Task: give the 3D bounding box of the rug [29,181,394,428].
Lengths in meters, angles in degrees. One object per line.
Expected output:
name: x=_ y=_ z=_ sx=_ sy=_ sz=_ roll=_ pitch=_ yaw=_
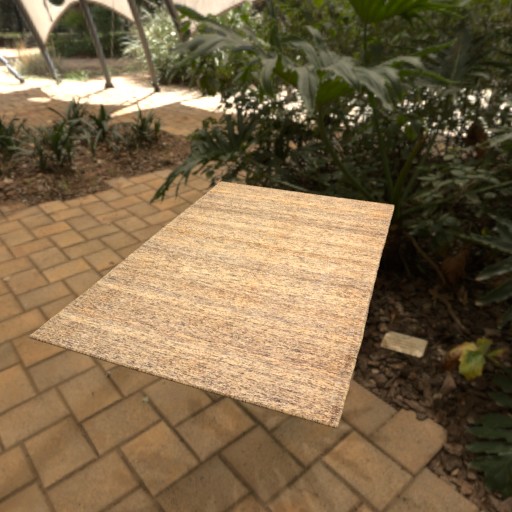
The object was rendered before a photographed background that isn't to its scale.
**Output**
rug: x=0.000 y=0.000 z=2.312 sx=1.243 sy=0.014 sz=1.846 roll=11 pitch=32 yaw=18
